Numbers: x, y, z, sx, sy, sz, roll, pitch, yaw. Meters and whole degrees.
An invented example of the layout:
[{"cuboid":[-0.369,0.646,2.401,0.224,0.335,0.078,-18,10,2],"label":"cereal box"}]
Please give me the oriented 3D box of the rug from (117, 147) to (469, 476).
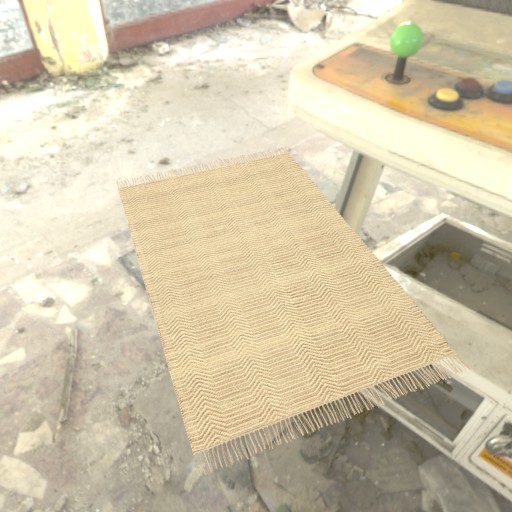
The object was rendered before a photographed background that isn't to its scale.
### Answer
[{"cuboid":[0.000,0.000,2.439,1.224,0.027,2.021,-15,46,-15],"label":"rug"}]
